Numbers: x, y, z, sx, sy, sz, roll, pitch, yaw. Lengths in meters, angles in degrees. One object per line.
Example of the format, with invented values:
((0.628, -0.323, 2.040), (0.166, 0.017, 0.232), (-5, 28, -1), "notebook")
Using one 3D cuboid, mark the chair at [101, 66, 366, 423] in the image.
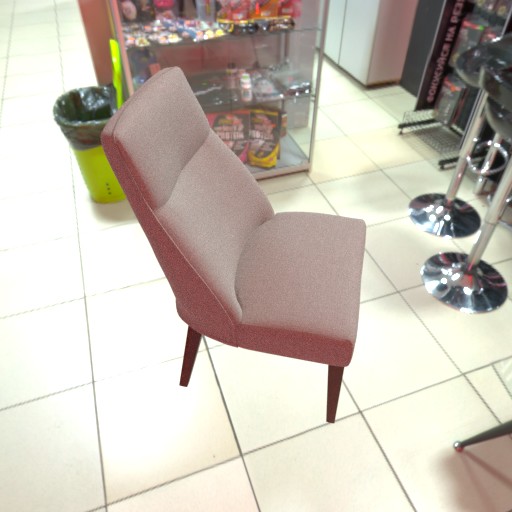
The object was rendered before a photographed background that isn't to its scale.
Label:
((0.000, 0.000, 1.293), (0.620, 0.930, 0.500), (9, 45, 9), "chair")
